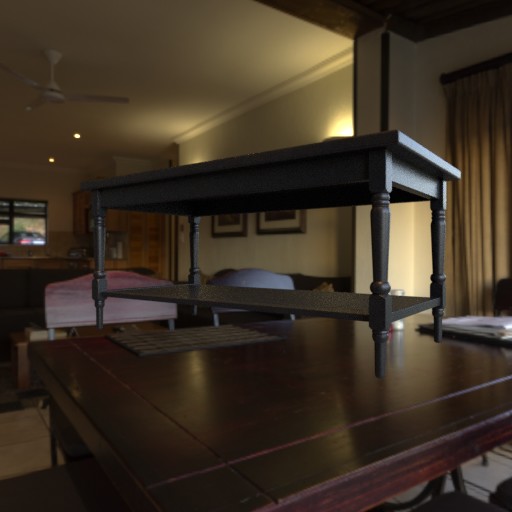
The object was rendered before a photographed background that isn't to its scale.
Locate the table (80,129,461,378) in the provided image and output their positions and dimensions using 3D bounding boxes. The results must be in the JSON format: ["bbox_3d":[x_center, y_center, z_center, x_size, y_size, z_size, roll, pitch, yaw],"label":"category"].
[{"bbox_3d":[0.000,0.000,1.426,1.107,0.510,0.550,0,0,36],"label":"table"}]
